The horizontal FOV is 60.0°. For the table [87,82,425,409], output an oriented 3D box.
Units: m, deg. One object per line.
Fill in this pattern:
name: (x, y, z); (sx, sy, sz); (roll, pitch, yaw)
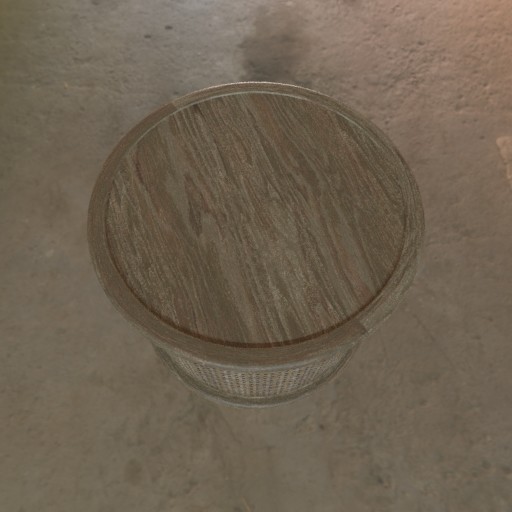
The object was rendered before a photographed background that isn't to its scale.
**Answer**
table: (0.000, 0.000, 1.000); (0.607, 0.450, 0.607); (0, 64, 0)
